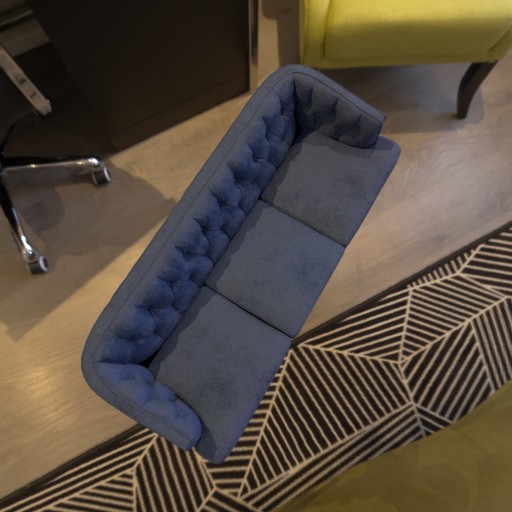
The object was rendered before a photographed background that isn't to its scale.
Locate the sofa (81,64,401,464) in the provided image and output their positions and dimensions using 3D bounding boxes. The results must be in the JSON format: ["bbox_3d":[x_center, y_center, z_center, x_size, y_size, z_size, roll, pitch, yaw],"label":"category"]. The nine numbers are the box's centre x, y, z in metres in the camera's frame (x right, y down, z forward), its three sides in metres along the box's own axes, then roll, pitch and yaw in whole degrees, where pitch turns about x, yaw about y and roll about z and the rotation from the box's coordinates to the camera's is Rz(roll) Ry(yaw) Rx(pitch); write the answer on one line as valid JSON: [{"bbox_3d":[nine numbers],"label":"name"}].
[{"bbox_3d":[0.000,0.000,2.757,0.941,0.855,2.278,30,77,8],"label":"sofa"}]
